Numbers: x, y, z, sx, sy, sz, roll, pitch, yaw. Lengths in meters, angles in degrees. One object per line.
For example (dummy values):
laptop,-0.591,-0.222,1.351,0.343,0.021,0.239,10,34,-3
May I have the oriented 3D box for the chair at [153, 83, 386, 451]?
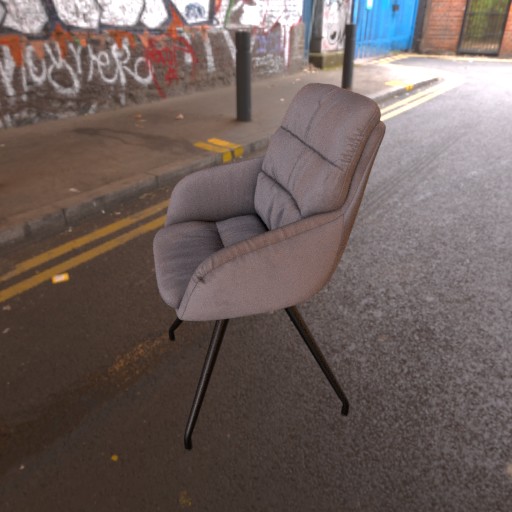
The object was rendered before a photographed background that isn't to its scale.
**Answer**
chair,0.000,0.000,1.272,0.569,0.888,0.579,-7,30,-13
